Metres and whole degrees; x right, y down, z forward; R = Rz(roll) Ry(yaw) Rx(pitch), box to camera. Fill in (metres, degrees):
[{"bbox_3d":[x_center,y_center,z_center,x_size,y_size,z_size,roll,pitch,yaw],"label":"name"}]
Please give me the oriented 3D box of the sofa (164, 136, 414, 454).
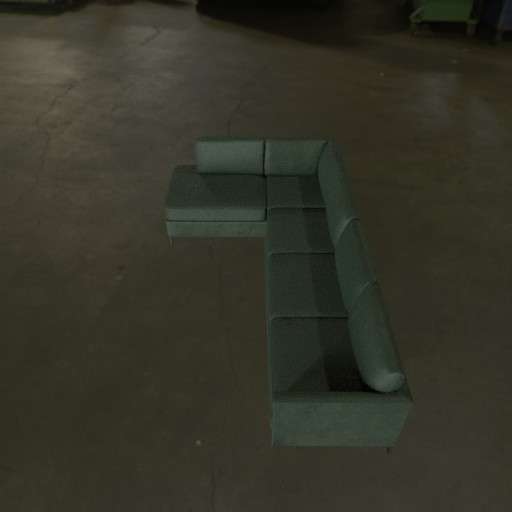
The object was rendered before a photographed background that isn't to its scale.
[{"bbox_3d":[0.000,0.000,4.276,2.048,0.996,3.384,0,41,0],"label":"sofa"}]
